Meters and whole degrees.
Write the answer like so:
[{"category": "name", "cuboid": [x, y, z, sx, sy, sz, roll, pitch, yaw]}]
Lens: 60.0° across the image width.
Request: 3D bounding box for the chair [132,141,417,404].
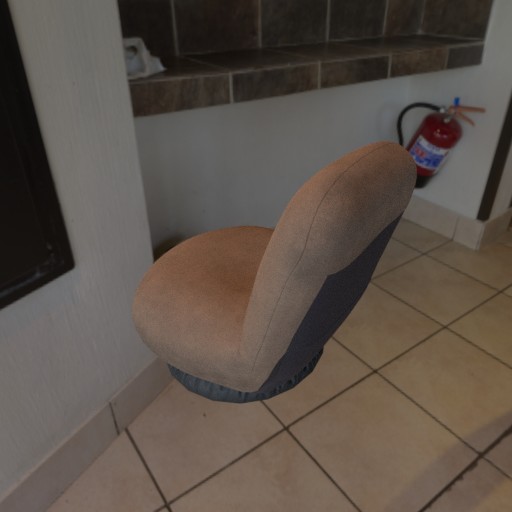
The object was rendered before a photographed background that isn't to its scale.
[{"category": "chair", "cuboid": [0.000, 0.000, 1.051, 0.597, 0.594, 0.521, 21, 37, 30]}]
